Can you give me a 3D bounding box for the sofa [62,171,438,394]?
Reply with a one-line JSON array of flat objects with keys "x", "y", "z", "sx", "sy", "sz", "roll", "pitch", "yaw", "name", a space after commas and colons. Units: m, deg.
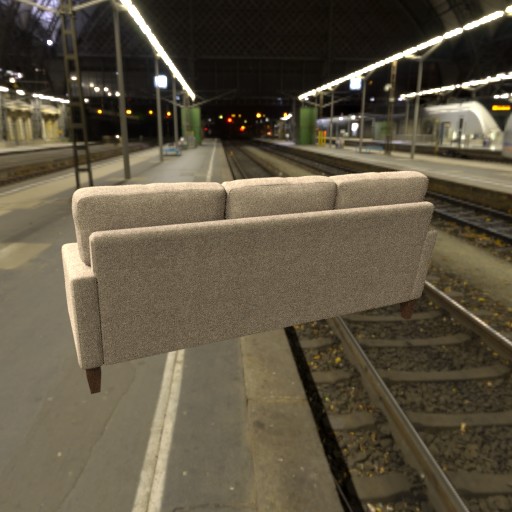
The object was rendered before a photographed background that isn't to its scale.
[{"x": 0.000, "y": 0.000, "z": 2.671, "sx": 2.115, "sy": 0.984, "sz": 0.888, "roll": -8, "pitch": 17, "yaw": -25, "name": "sofa"}]
